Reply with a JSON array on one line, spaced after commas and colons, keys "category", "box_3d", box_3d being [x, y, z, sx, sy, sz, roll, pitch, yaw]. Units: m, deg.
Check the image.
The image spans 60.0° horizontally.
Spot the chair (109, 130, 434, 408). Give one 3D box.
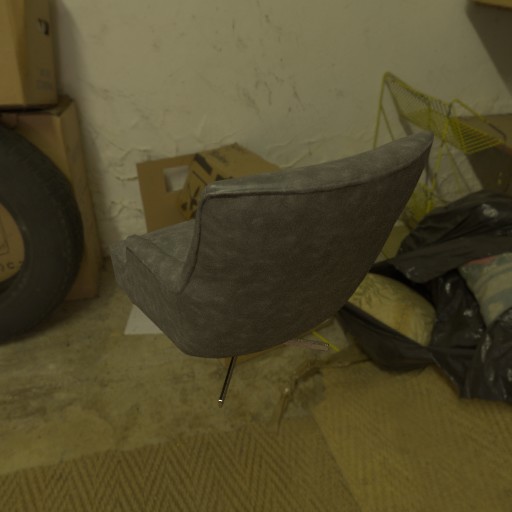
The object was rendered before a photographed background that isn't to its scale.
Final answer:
[{"category": "chair", "box_3d": [0.000, 0.000, 1.449, 0.738, 0.870, 0.874, -19, 36, -29]}]
